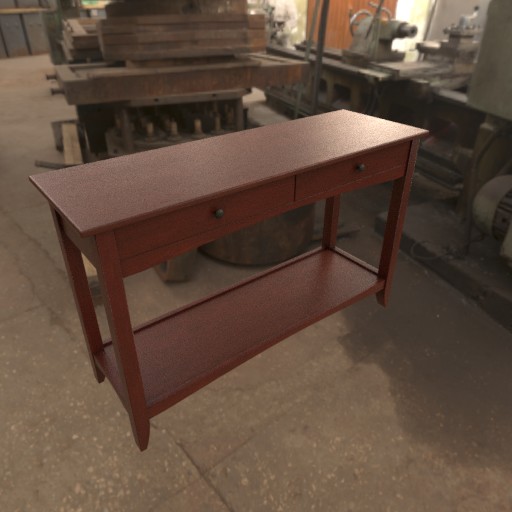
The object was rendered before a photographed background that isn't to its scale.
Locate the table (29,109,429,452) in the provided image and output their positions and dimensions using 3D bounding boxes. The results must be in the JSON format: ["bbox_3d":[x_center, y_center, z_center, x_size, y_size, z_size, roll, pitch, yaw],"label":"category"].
[{"bbox_3d":[0.000,0.000,1.515,1.188,0.739,0.392,-22,38,-32],"label":"table"}]
